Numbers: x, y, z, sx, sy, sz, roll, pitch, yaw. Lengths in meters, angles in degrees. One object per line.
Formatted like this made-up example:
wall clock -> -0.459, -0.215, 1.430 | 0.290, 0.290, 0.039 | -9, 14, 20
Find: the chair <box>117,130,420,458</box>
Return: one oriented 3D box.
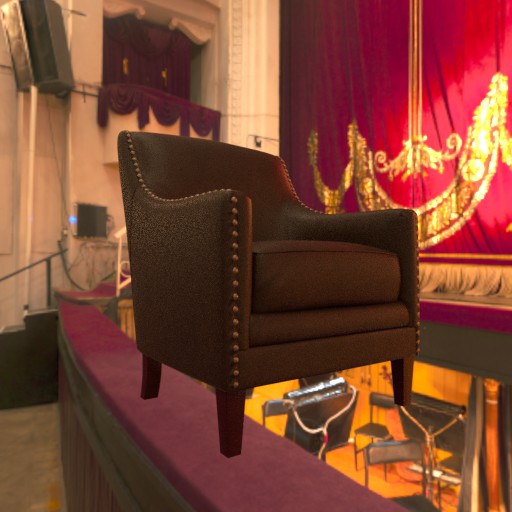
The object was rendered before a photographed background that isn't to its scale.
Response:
chair -> 0.000, 0.000, 1.313 | 0.639, 0.813, 0.704 | 0, -1, -35
